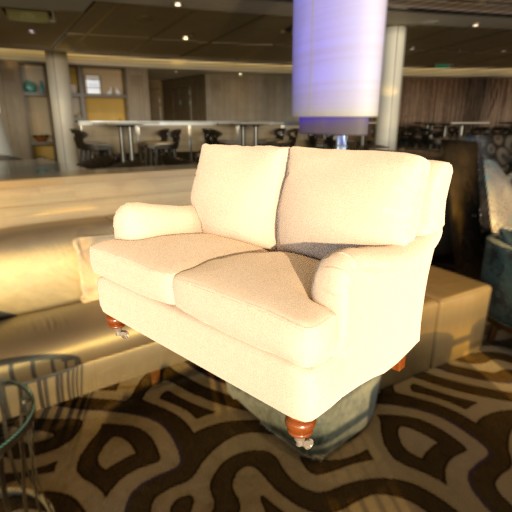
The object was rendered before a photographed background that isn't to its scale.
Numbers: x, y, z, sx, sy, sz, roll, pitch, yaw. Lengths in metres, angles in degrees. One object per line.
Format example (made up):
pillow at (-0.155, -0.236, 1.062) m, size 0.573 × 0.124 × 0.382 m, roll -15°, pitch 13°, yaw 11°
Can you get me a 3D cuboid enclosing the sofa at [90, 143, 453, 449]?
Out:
sofa at (0.000, 0.000, 2.211) m, size 1.508 × 1.048 × 1.087 m, roll 15°, pitch 22°, yaw 41°
